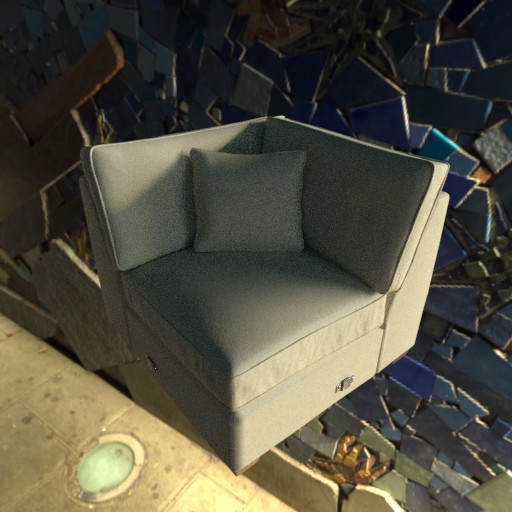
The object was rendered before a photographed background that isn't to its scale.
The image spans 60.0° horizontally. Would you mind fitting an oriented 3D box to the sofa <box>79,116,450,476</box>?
[{"bbox_3d":[0.000,0.000,1.927,1.084,1.002,1.146,-22,37,-33],"label":"sofa"}]
